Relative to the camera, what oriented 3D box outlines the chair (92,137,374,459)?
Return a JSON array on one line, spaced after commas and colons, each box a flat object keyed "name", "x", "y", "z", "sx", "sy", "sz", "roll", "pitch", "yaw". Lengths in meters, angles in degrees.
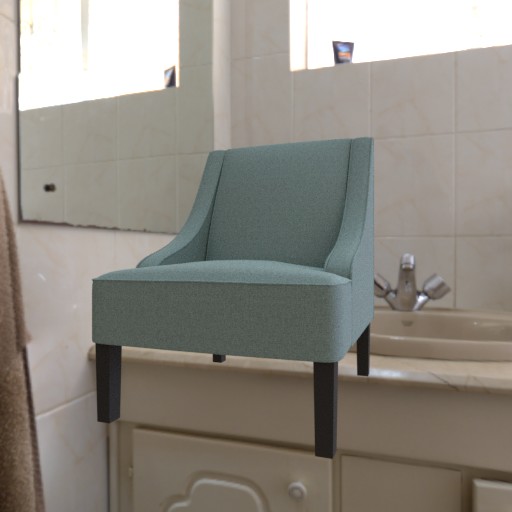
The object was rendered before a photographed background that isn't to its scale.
[{"name": "chair", "x": 0.000, "y": 0.000, "z": 1.821, "sx": 0.857, "sy": 1.133, "sz": 1.025, "roll": 0, "pitch": 0, "yaw": 20}]
